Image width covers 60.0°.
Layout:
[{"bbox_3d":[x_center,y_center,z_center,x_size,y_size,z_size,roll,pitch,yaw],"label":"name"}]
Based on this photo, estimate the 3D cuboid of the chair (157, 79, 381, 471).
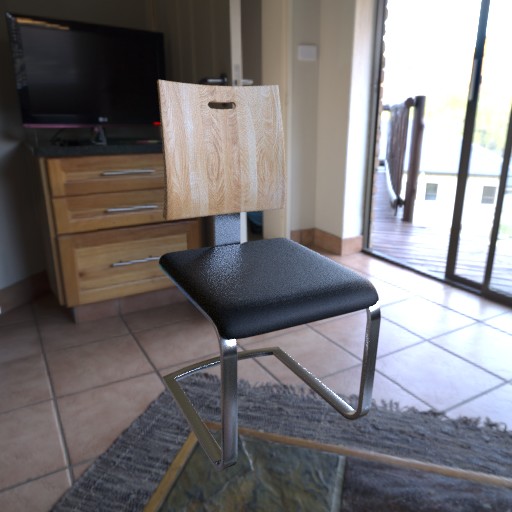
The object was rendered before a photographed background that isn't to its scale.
[{"bbox_3d":[0.000,0.000,1.239,0.462,0.936,0.560,-9,19,-27],"label":"chair"}]
